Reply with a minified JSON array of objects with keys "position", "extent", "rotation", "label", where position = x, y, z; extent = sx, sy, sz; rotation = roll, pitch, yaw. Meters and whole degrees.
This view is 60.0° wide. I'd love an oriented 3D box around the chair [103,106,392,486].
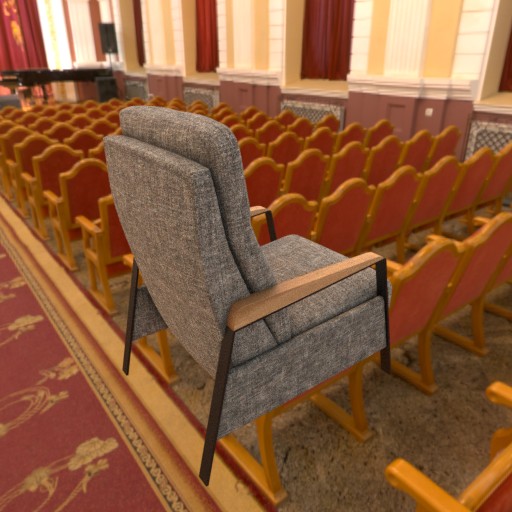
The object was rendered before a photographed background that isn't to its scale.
[{"position":[0.000,0.000,1.593],"extent":[0.868,1.042,0.671],"rotation":[-17,29,-33],"label":"chair"}]
